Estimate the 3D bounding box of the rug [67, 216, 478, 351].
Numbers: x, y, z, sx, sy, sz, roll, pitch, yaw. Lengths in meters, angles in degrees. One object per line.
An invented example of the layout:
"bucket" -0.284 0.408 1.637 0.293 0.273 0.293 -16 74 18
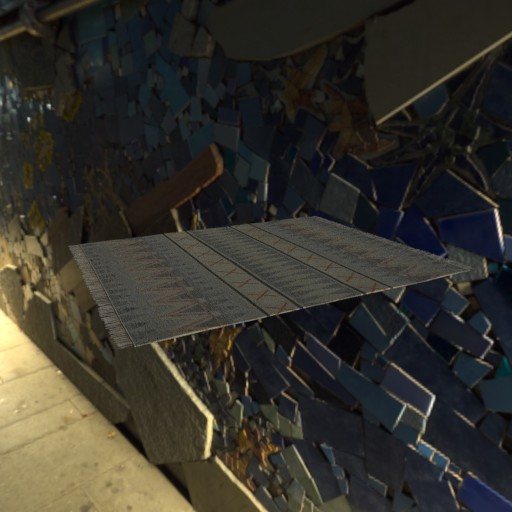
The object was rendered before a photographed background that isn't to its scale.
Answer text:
"rug" 0.000 0.000 4.062 3.000 0.012 2.371 -9 19 -26
